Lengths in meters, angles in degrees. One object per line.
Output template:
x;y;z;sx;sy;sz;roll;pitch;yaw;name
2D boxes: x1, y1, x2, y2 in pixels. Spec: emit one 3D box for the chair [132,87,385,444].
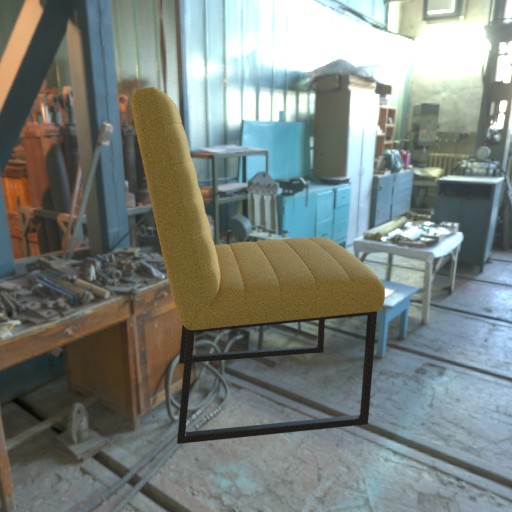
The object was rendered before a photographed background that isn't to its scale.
0.000;0.000;1.355;0.634;0.930;0.520;-2;16;-8;chair
